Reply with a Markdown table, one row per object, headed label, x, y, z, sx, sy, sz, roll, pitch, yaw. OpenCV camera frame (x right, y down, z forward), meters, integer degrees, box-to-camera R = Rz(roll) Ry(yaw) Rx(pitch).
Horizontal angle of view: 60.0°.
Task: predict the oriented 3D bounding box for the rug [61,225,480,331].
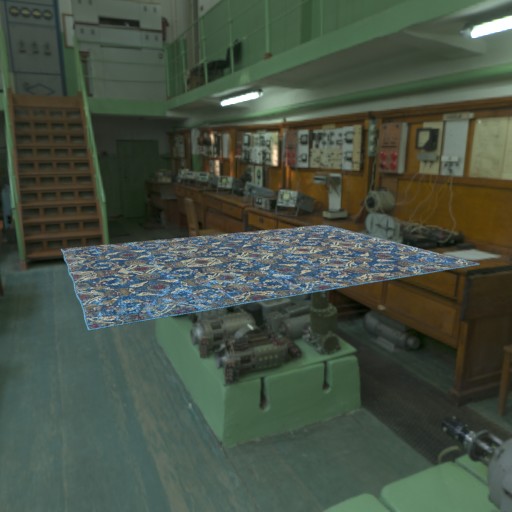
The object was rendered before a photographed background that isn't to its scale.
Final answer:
| label | x | y | z | sx | sy | sz | roll | pitch | yaw |
| --- | --- | --- | --- | --- | --- | --- | --- | --- | --- |
| rug | 0.000 | 0.000 | 4.235 | 3.291 | 0.013 | 2.337 | -7 | 15 | -26 |
